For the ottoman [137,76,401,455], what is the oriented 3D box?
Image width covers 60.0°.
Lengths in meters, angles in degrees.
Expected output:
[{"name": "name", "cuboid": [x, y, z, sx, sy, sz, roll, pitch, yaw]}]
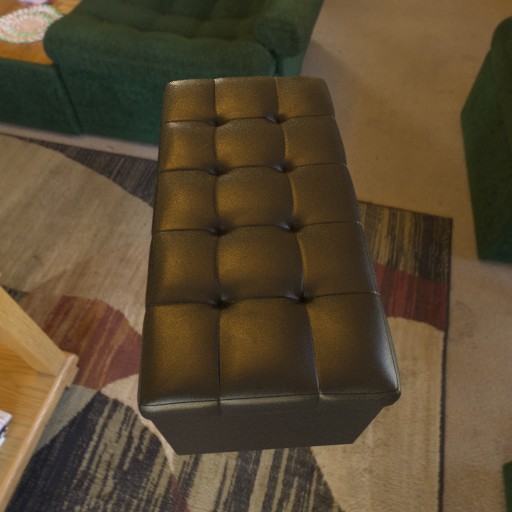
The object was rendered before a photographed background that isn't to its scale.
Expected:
[{"name": "ottoman", "cuboid": [0.000, 0.000, 1.084, 0.432, 0.470, 0.838, -3, 56, -2]}]
